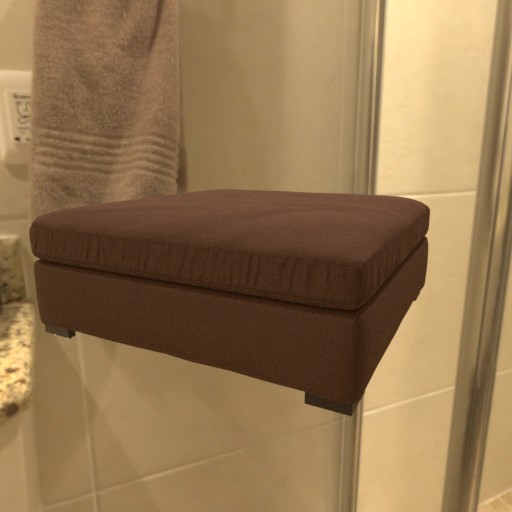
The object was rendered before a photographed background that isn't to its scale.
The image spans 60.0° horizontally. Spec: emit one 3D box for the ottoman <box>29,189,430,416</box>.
[{"bbox_3d":[0.000,0.000,1.777,1.181,0.470,1.181,7,15,27],"label":"ottoman"}]
